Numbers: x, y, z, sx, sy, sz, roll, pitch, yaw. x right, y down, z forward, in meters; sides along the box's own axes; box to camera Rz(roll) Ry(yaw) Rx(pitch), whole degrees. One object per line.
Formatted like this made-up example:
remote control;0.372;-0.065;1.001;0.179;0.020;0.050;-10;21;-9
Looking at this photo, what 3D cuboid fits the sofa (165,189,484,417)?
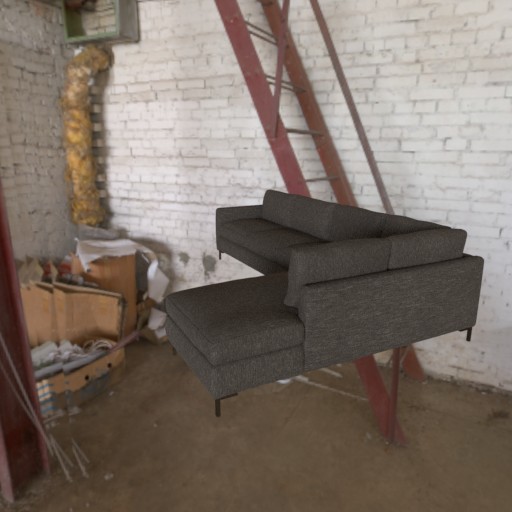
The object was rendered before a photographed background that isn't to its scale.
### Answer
sofa;0.000;0.000;3.835;2.007;0.815;2.949;-7;17;-26
